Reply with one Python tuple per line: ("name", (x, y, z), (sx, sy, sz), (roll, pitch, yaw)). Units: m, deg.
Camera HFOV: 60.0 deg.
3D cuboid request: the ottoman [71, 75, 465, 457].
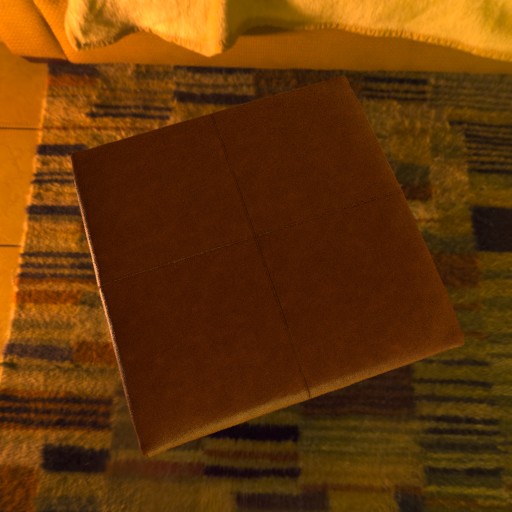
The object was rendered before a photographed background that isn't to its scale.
("ottoman", (0.000, 0.000, 1.571), (1.016, 0.442, 1.013), (-18, 75, -5))
